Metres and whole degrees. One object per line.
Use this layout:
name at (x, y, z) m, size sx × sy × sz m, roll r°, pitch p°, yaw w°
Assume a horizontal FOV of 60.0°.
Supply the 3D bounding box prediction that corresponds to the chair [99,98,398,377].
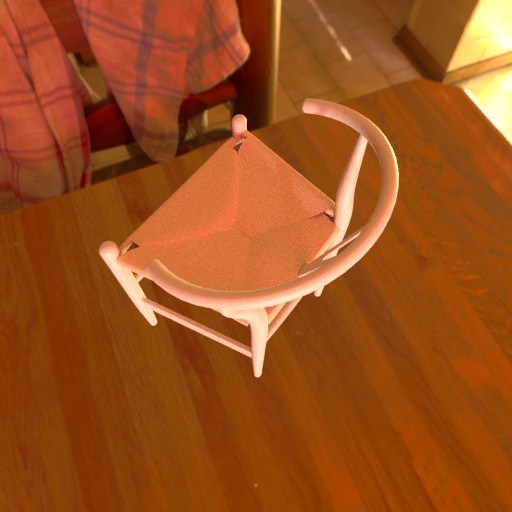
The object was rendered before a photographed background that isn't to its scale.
chair at (0.000, 0.000, 1.111) m, size 0.500 × 0.736 × 0.533 m, roll 34°, pitch 68°, yaw 16°
